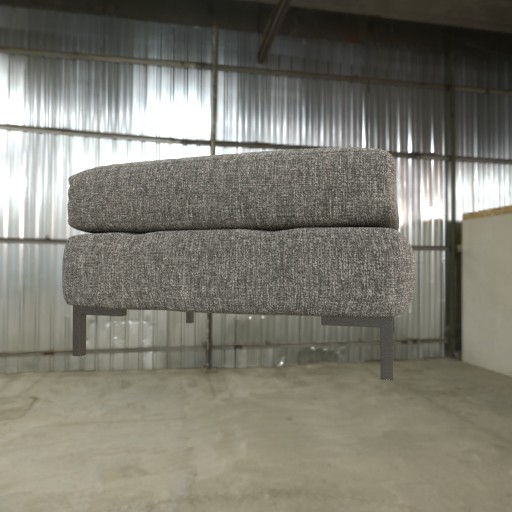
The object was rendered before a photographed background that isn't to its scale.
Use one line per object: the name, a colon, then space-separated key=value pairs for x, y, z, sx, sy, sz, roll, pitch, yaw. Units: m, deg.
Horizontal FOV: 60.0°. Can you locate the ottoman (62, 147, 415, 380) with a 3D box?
ottoman: x=0.000 y=0.000 z=1.242 sx=0.828 sy=0.480 sz=0.683 roll=0 pitch=-1 yaw=18
